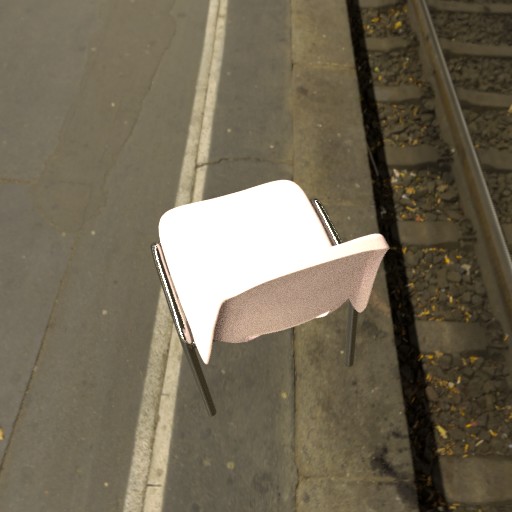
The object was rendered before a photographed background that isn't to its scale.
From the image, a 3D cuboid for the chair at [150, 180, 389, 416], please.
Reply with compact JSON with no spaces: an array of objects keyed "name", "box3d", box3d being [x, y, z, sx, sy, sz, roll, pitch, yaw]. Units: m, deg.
[{"name":"chair","box3d":[0.000,0.000,0.795,0.354,0.537,0.385,-17,59,-10]}]
